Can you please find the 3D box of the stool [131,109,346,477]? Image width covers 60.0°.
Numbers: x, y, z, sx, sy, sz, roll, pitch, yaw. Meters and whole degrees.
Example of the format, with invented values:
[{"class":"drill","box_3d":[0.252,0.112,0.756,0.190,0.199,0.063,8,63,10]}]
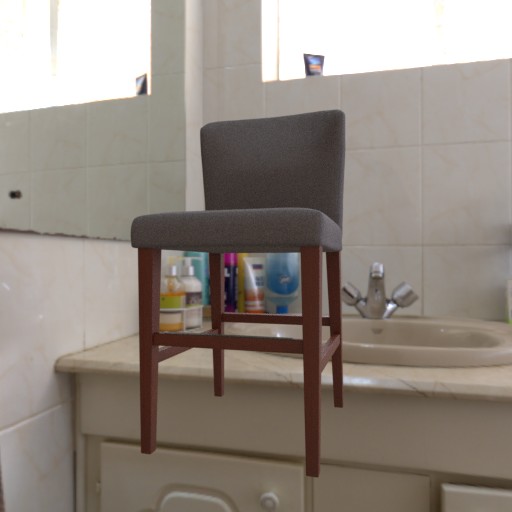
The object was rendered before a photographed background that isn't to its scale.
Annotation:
[{"class":"stool","box_3d":[0.000,0.000,1.272,0.481,0.968,0.568,0,-1,17]}]
